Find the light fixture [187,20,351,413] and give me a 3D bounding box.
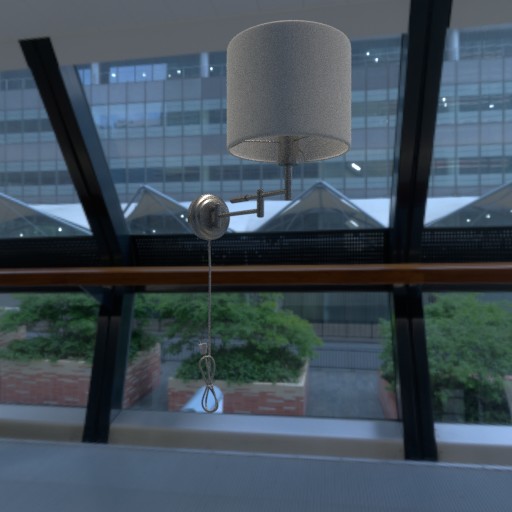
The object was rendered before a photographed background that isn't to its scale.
[{"bbox_3d":[0.000,0.000,1.007,0.253,0.842,0.479,0,0,-36],"label":"light fixture"}]
